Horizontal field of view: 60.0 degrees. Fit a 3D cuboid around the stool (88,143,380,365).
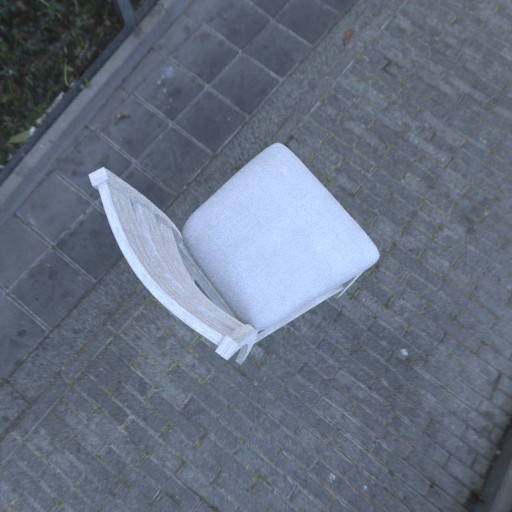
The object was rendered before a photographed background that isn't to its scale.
[{"bbox_3d":[0.000,0.000,1.343,0.569,1.032,0.484,-37,77,-10],"label":"stool"}]
